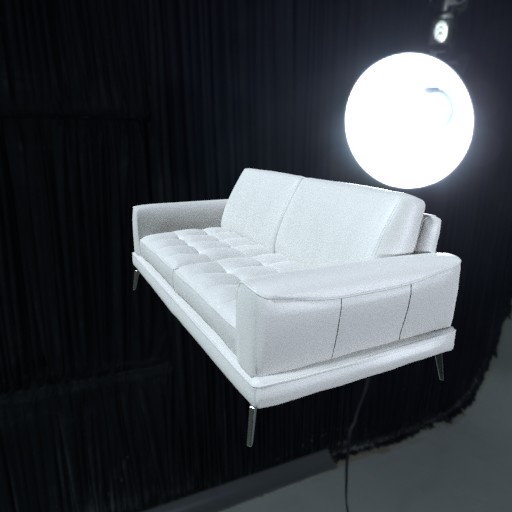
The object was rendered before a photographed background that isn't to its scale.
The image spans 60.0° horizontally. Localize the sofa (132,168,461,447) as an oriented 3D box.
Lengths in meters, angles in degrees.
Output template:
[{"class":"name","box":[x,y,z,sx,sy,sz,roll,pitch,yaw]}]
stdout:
[{"class":"sofa","box":[0.000,0.000,2.710,1.121,0.930,2.177,-8,17,-26]}]
